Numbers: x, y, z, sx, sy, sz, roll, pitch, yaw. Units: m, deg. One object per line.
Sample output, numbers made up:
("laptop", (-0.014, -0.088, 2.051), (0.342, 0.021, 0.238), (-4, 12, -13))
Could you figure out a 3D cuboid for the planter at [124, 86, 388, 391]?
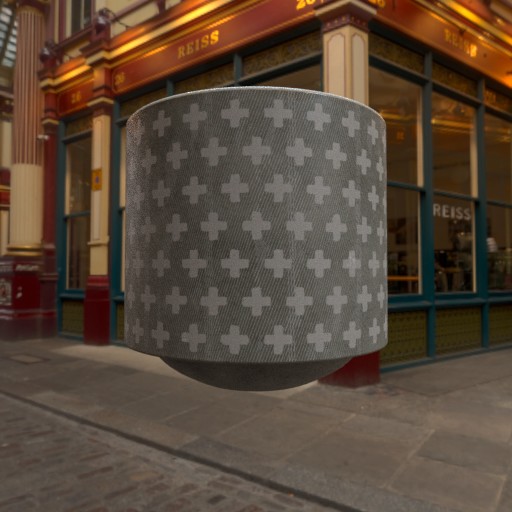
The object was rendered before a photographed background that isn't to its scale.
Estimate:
("planter", (0.000, 0.000, 0.441), (0.250, 0.239, 0.250), (0, -1, 0))
